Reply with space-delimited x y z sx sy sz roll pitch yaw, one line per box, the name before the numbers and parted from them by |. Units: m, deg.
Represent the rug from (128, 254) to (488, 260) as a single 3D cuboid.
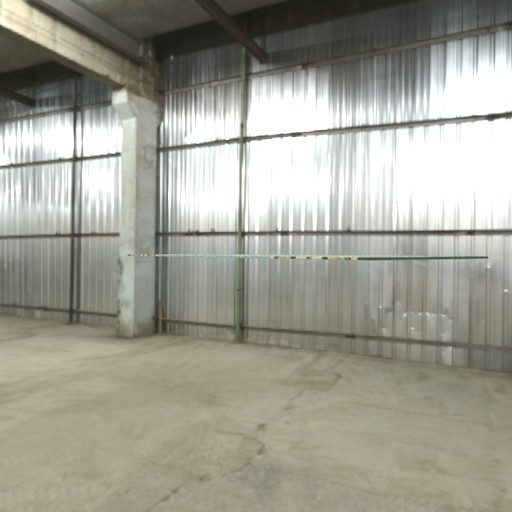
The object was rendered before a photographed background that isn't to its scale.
rug | 0.000 0.000 2.706 0.744 0.010 2.441 0 1 -35
